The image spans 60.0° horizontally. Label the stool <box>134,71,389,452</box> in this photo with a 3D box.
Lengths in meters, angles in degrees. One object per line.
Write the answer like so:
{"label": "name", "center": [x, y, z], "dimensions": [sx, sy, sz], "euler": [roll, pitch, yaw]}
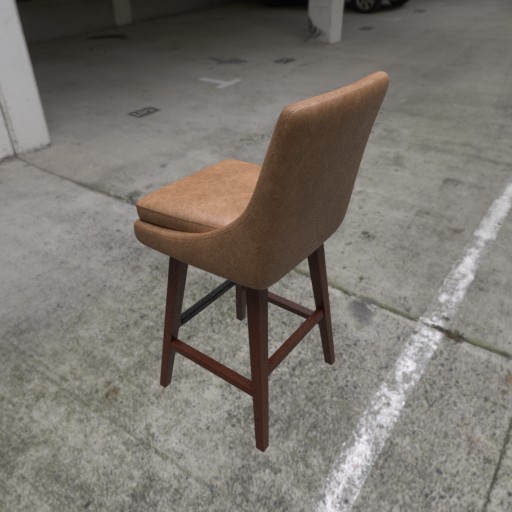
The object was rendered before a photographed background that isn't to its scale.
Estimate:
{"label": "stool", "center": [0.000, 0.000, 1.385], "dimensions": [0.572, 1.079, 0.487], "euler": [22, 39, 30]}
